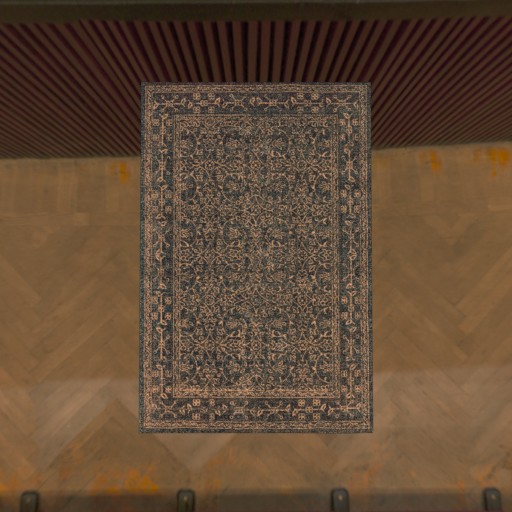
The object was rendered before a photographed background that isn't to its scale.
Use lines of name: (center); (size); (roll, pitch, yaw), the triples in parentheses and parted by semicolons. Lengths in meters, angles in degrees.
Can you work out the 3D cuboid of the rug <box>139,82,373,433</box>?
rug: (0.000, 0.000, 2.293); (1.200, 0.005, 1.819); (0, 88, 0)
